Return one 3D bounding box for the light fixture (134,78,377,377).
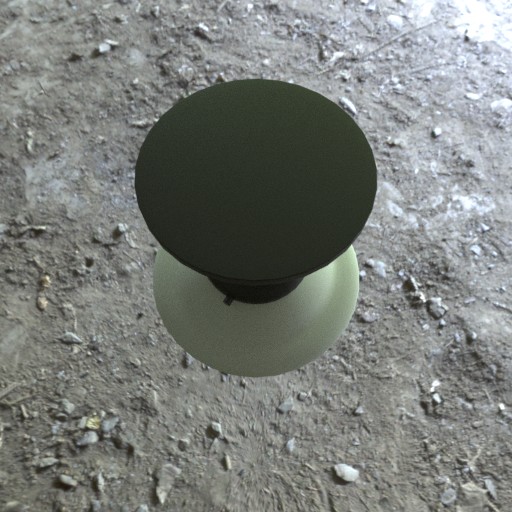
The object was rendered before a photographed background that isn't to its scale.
[{"bbox_3d":[0.000,0.000,0.390,0.197,0.254,0.197,0,64,0],"label":"light fixture"}]
